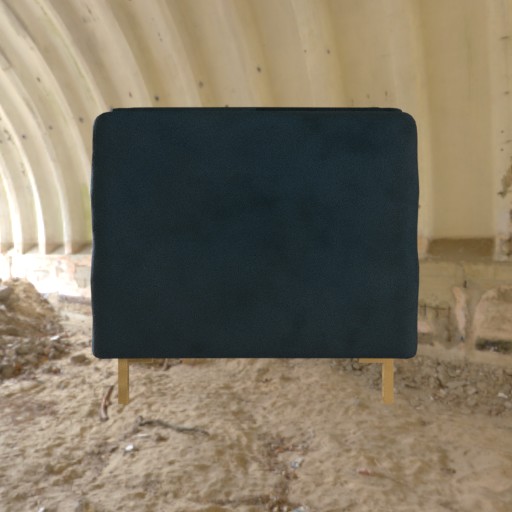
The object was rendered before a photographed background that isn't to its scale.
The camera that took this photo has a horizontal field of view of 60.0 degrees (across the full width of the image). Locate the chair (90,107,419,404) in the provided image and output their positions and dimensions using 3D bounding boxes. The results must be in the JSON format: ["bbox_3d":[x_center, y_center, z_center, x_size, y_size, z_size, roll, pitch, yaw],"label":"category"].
[{"bbox_3d":[0.000,0.000,1.547,0.868,0.771,0.877,0,0,0],"label":"chair"}]
